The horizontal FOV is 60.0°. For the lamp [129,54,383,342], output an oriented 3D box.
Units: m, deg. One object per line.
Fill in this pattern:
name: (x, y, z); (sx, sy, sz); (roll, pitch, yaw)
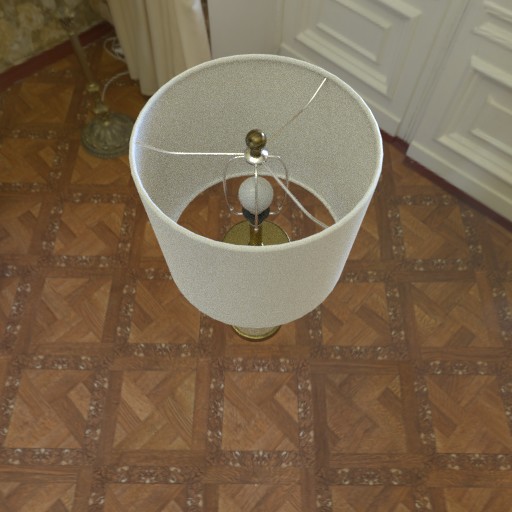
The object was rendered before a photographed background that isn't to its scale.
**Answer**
lamp: (0.000, 0.000, 0.806); (0.305, 0.634, 0.305); (-1, 63, 0)
